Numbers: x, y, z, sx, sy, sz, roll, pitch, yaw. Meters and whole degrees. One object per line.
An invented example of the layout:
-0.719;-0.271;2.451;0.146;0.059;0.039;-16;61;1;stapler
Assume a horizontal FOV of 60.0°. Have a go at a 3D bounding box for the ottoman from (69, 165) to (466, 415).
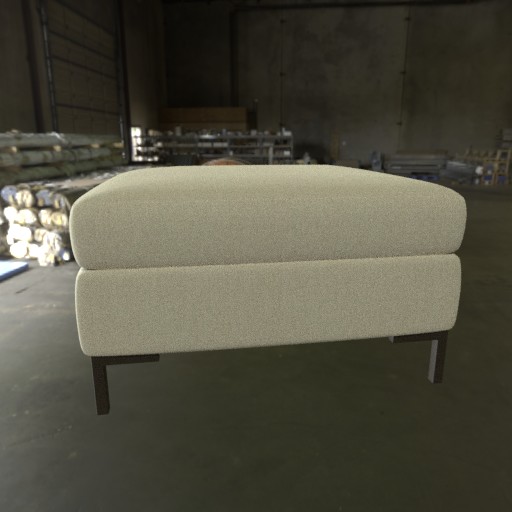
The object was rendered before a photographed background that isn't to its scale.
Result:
0.000;0.000;1.169;0.794;0.453;0.657;-2;15;-9;ottoman
